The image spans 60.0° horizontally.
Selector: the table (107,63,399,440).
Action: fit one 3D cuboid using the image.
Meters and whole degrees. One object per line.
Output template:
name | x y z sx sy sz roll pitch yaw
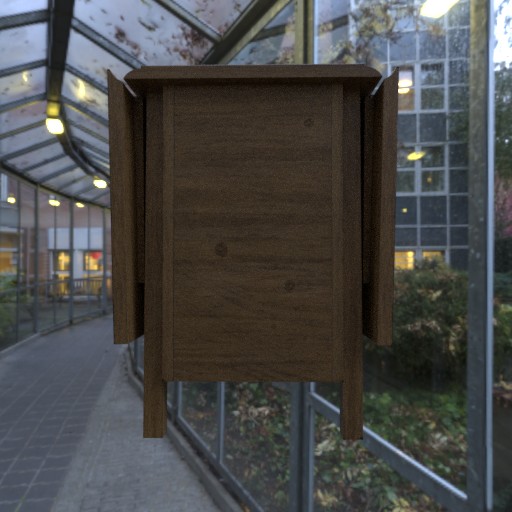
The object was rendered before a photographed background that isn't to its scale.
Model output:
table | 0.000 0.000 1.262 0.591 0.763 0.746 0 -1 1
